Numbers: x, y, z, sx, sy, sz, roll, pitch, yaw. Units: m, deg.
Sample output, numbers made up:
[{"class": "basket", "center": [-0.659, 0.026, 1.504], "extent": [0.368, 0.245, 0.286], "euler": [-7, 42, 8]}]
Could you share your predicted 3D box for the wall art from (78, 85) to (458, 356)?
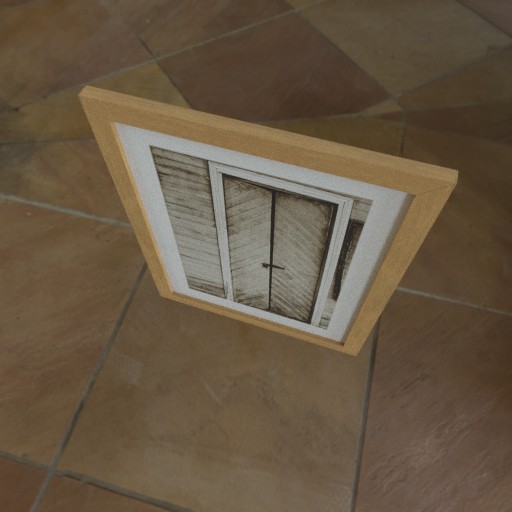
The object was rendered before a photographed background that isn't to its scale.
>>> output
[{"class": "wall art", "center": [0.000, 0.000, 0.757], "extent": [0.460, 0.561, 0.020], "euler": [16, 60, 9]}]
